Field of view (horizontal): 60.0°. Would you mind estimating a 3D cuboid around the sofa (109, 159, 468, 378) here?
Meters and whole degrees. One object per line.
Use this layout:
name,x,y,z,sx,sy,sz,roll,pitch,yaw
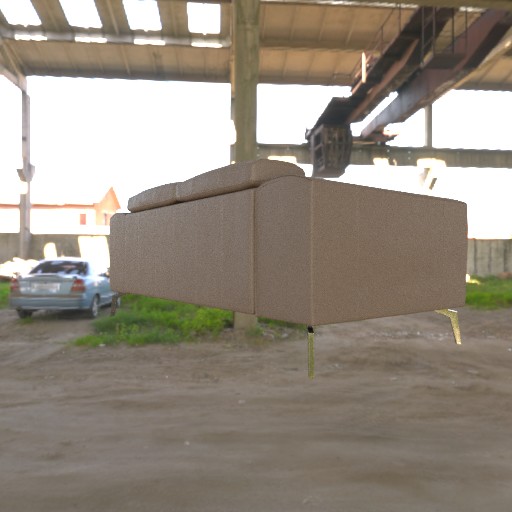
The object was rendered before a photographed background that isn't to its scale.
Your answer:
sofa,0.000,0.000,2.427,1.003,0.779,1.895,0,0,-37
